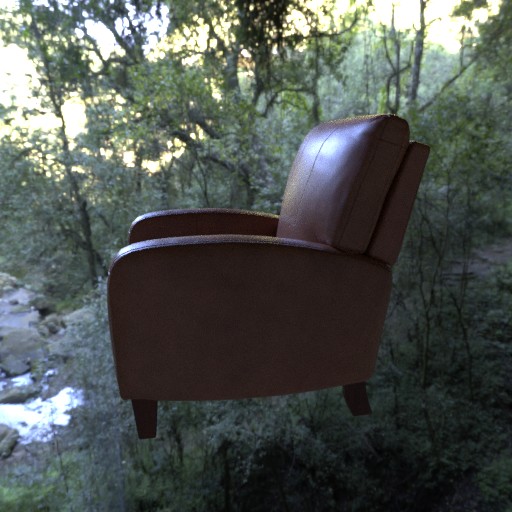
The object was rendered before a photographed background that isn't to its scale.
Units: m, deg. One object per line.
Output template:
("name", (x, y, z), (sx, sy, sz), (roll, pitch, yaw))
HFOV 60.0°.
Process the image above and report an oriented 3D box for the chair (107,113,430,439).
("chair", (0.000, 0.000, 1.653), (0.990, 0.990, 0.762), (-2, 14, -10))
